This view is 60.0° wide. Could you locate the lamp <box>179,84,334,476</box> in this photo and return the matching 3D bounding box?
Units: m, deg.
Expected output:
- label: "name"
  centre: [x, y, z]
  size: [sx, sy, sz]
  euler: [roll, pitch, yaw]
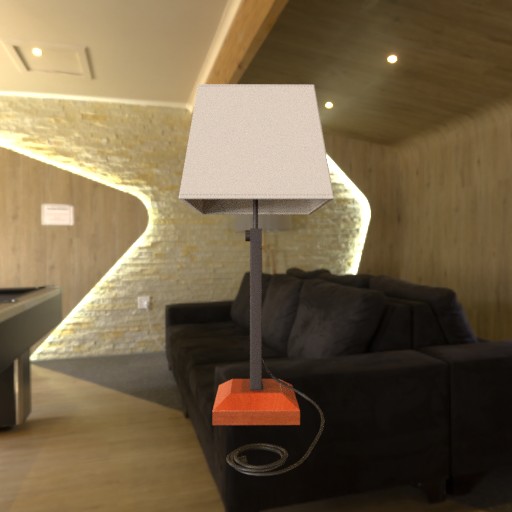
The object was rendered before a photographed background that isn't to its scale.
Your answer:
- label: "lamp"
  centre: [0.000, 0.000, 0.988]
  size: [0.310, 0.737, 0.498]
  euler: [0, 0, 0]
